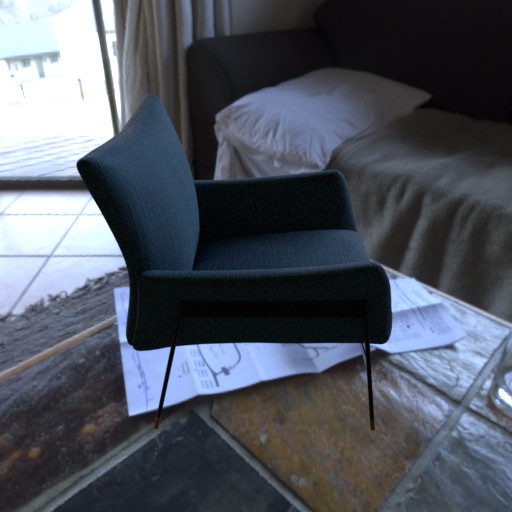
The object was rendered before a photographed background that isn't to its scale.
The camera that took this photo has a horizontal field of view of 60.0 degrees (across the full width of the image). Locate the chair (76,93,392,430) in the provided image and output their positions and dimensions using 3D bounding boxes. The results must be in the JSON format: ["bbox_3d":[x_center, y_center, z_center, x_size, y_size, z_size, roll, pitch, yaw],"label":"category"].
[{"bbox_3d":[0.000,0.000,1.407,0.769,0.859,0.678,0,31,0],"label":"chair"}]
